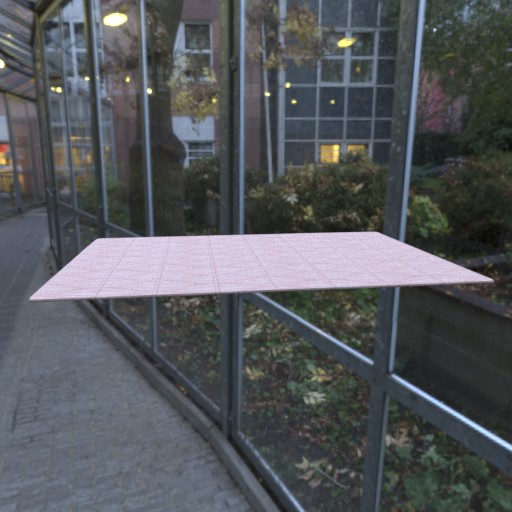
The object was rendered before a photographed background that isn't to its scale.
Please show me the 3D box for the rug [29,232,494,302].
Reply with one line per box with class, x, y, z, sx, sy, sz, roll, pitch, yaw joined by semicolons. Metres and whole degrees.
rug;0.000;0.000;2.995;2.390;0.015;1.609;-2;13;-8
